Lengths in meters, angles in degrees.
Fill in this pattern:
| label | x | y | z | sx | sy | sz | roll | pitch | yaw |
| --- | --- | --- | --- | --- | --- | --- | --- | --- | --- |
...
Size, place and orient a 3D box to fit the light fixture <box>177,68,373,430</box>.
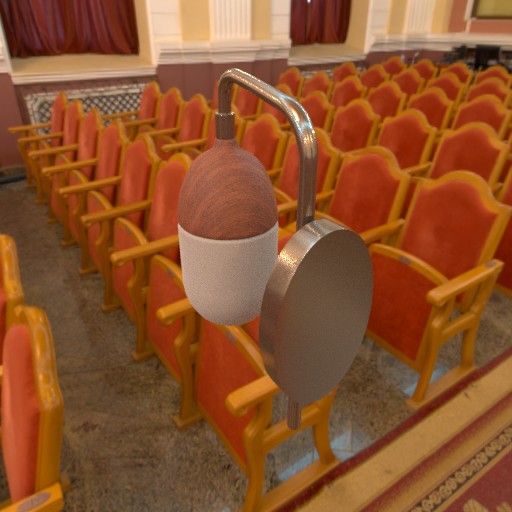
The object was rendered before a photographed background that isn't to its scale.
| label | x | y | z | sx | sy | sz | roll | pitch | yaw |
| --- | --- | --- | --- | --- | --- | --- | --- | --- | --- |
| light fixture | 0.000 | 0.000 | 0.445 | 0.108 | 0.343 | 0.216 | -17 | 33 | -29 |
